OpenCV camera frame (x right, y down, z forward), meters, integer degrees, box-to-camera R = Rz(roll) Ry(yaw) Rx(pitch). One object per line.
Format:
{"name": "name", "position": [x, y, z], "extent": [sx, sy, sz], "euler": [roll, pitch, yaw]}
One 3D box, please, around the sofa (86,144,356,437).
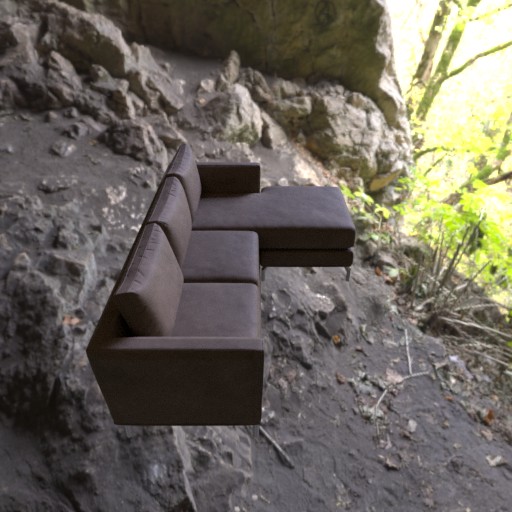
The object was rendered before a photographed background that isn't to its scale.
{"name": "sofa", "position": [0.000, 0.000, 3.242], "extent": [1.622, 0.987, 2.438], "euler": [0, 33, 0]}
